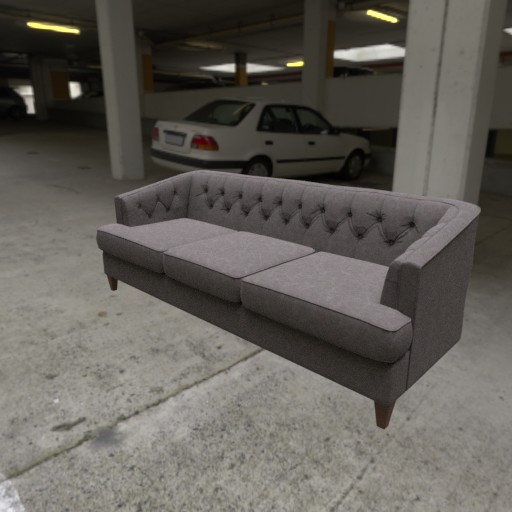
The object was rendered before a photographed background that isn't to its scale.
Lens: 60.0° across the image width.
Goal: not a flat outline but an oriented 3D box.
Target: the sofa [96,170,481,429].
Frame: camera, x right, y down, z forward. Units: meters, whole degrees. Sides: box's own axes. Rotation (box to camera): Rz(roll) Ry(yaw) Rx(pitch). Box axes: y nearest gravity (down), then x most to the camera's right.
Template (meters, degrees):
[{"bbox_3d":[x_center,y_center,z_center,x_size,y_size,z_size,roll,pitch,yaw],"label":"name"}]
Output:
[{"bbox_3d":[0.000,0.000,2.621,2.247,0.806,0.917,16,23,42],"label":"sofa"}]
